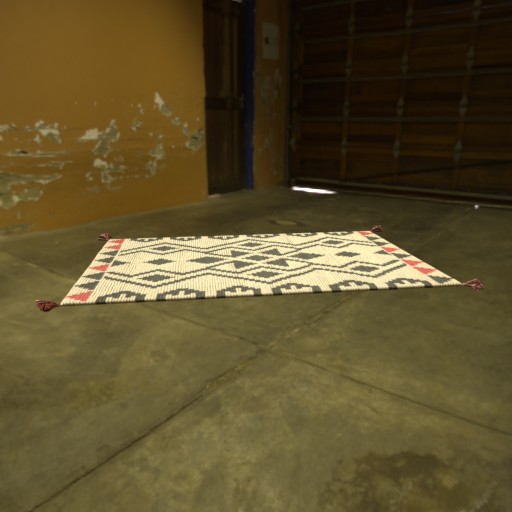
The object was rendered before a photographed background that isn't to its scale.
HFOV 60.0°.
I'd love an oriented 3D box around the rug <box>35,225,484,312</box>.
[{"bbox_3d":[0.000,0.000,3.366,2.672,0.066,1.741,-2,16,-8],"label":"rug"}]
